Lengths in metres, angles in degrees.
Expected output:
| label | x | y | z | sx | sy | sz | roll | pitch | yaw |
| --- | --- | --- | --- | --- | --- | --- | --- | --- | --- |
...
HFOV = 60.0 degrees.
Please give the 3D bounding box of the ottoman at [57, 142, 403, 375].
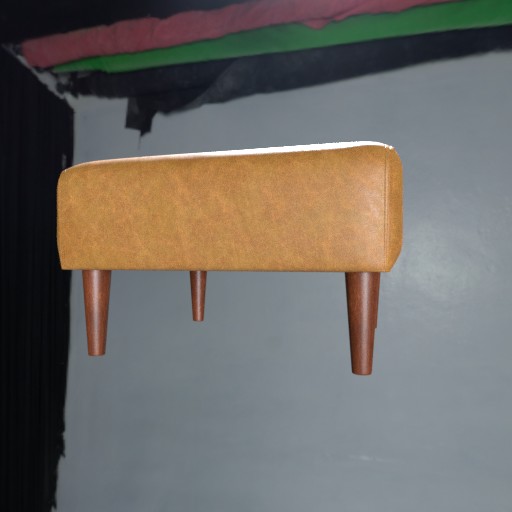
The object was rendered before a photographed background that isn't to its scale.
| label | x | y | z | sx | sy | sz | roll | pitch | yaw |
| --- | --- | --- | --- | --- | --- | --- | --- | --- | --- |
| ottoman | 0.000 | 0.000 | 1.062 | 0.650 | 0.399 | 0.650 | 0 | 0 | 16 |
